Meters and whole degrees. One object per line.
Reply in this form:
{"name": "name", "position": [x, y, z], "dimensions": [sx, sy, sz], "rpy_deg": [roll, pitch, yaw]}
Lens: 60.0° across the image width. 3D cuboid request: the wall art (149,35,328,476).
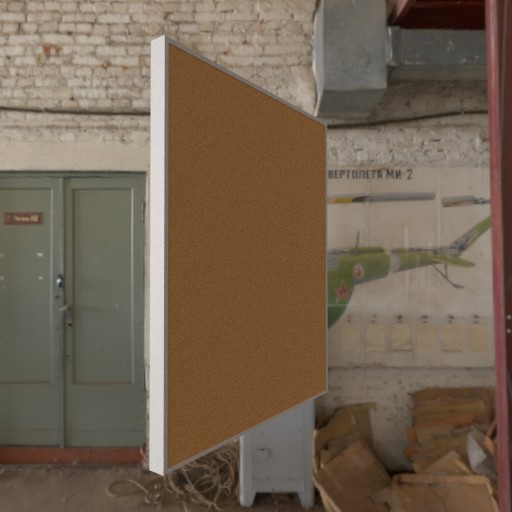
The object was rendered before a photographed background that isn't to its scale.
{"name": "wall art", "position": [0.000, 0.000, 1.030], "dimensions": [0.055, 0.763, 0.611], "rpy_deg": [-1, -1, 36]}
